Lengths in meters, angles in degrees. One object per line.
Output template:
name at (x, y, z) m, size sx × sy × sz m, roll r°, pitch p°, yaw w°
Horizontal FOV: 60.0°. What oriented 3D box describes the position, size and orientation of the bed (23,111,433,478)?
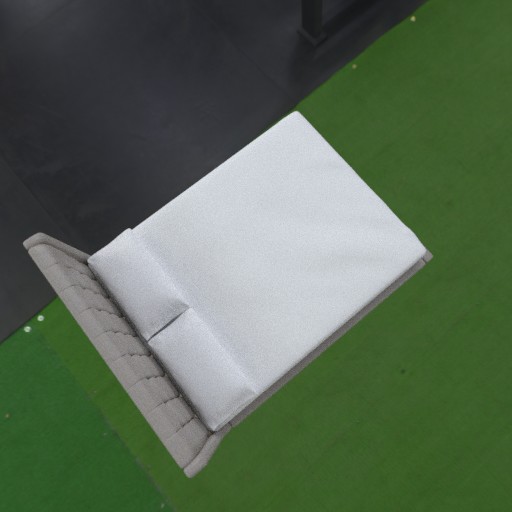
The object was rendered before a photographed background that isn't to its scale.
bed at (0.000, 0.000, 3.170) m, size 2.232 × 1.147 × 1.656 m, roll -38°, pitch 79°, yaw -9°
